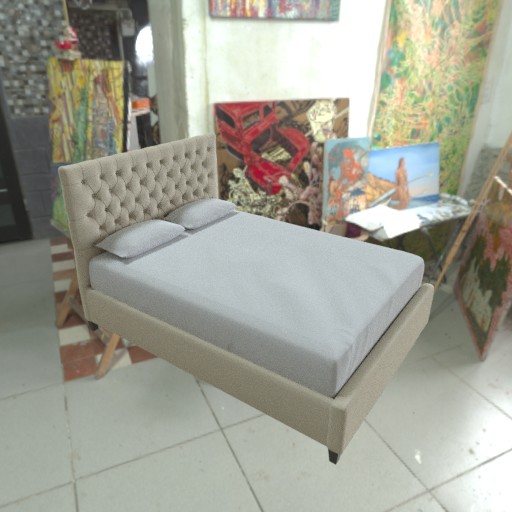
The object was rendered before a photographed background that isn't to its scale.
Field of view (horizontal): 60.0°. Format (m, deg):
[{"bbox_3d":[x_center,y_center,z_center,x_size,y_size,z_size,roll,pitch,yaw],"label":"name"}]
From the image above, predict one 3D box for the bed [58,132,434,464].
[{"bbox_3d":[0.000,0.000,3.490,2.387,1.427,1.698,17,31,32],"label":"bed"}]
